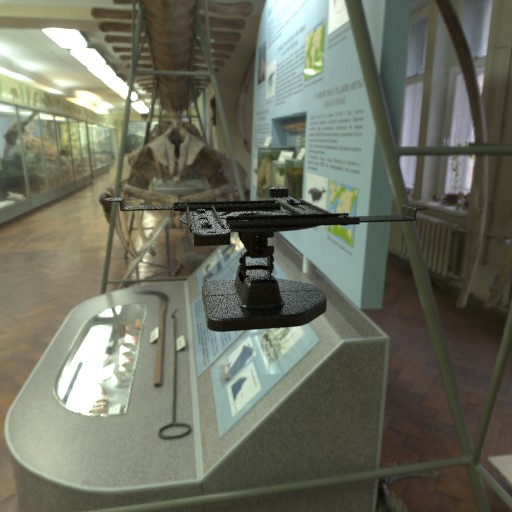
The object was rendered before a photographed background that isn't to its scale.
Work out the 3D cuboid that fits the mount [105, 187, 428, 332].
[{"bbox_3d":[0.000,0.000,0.586,0.394,0.141,0.394,-2,14,-9],"label":"mount"}]
